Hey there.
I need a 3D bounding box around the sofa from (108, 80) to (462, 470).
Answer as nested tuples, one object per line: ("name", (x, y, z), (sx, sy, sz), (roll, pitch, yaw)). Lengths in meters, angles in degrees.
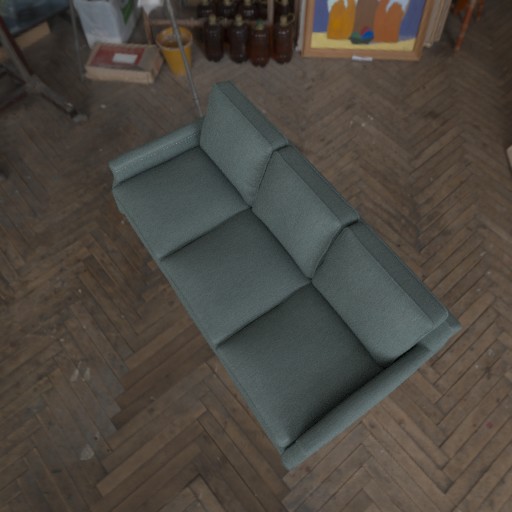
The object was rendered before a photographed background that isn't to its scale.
("sofa", (0.000, 0.000, 2.825), (1.084, 1.003, 2.246), (-31, 66, -16))
